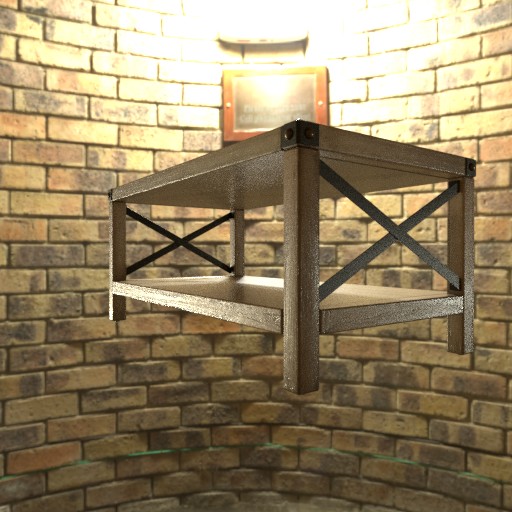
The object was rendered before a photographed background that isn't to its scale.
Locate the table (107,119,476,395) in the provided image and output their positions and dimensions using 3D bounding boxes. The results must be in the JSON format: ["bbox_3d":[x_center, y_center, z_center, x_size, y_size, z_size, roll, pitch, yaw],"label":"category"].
[{"bbox_3d":[0.000,0.000,1.281,0.559,0.456,1.016,0,1,-35],"label":"table"}]
